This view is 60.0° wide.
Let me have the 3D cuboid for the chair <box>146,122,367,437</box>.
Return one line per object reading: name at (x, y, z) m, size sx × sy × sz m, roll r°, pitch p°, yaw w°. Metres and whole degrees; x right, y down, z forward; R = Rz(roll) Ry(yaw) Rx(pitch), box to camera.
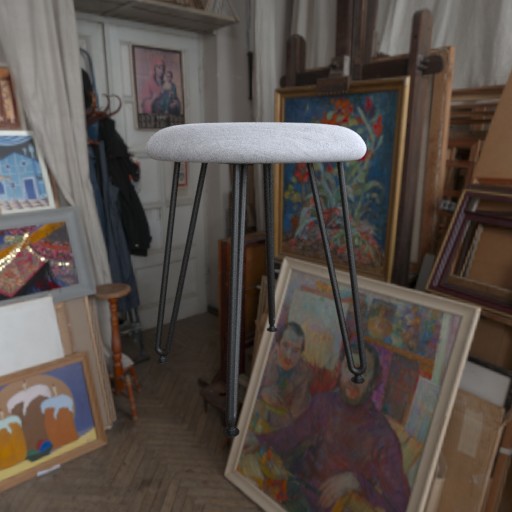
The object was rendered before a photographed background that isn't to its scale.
chair at (0.000, 0.000, 0.677) m, size 0.350 × 0.386 × 0.350 m, roll 3°, pitch 15°, yaw 11°
